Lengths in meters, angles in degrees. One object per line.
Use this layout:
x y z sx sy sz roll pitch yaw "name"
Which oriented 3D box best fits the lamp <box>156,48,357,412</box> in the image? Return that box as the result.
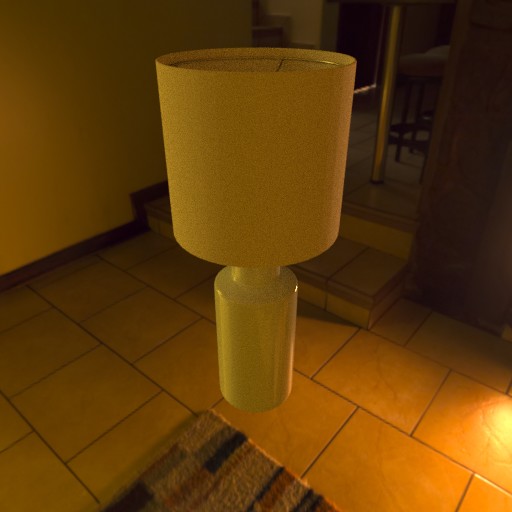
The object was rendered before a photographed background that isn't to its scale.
0.000 0.000 0.600 0.212 0.493 0.212 11 32 17 "lamp"
